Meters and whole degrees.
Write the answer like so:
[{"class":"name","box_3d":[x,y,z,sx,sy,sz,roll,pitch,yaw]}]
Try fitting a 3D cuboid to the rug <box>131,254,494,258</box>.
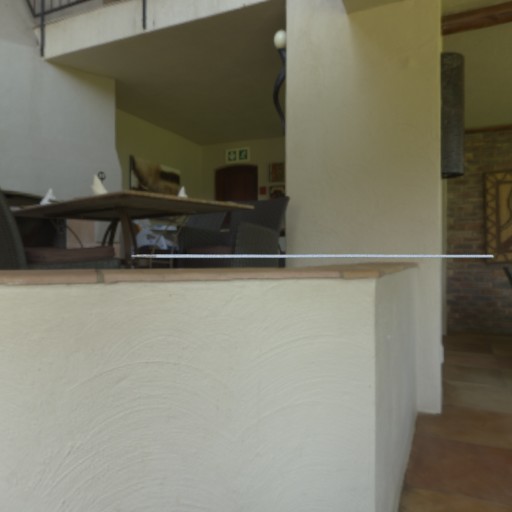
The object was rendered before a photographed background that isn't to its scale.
[{"class":"rug","box_3d":[0.000,0.000,2.993,1.545,0.016,2.460,0,0,-18]}]
